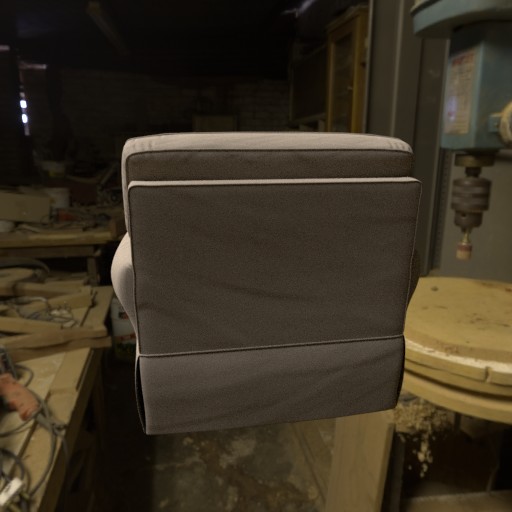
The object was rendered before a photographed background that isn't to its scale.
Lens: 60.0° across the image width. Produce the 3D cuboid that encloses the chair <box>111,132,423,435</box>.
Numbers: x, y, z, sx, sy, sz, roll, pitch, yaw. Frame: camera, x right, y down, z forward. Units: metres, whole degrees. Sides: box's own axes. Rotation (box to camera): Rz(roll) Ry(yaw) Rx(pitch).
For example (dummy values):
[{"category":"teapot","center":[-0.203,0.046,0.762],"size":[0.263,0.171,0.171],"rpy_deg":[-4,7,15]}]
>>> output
[{"category":"chair","center":[0.000,0.000,1.904],"size":[1.135,1.017,0.988],"rpy_deg":[-2,15,-9]}]
